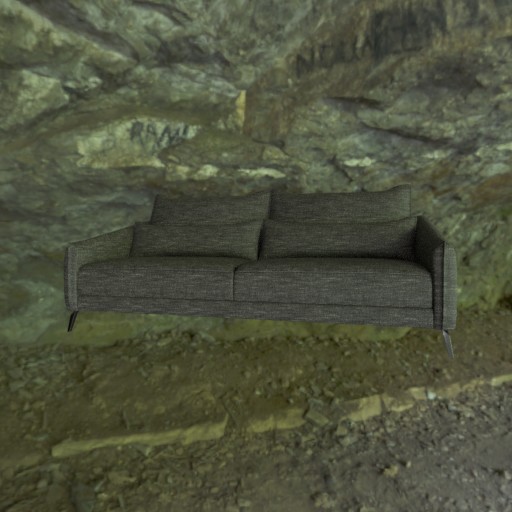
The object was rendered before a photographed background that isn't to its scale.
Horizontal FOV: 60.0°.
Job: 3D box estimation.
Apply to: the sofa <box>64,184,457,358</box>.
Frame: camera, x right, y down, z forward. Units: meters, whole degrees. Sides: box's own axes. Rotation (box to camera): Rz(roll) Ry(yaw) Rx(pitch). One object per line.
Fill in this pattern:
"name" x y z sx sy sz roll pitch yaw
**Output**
"sofa" 0.000 0.000 2.517 2.019 0.843 0.807 0 1 17
